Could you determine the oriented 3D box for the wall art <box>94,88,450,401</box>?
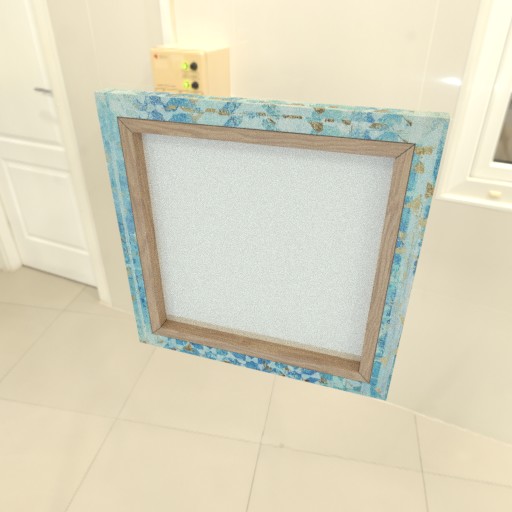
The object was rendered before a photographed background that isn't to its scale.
[{"bbox_3d":[0.000,0.000,0.903,0.609,0.609,0.040,10,33,15],"label":"wall art"}]
